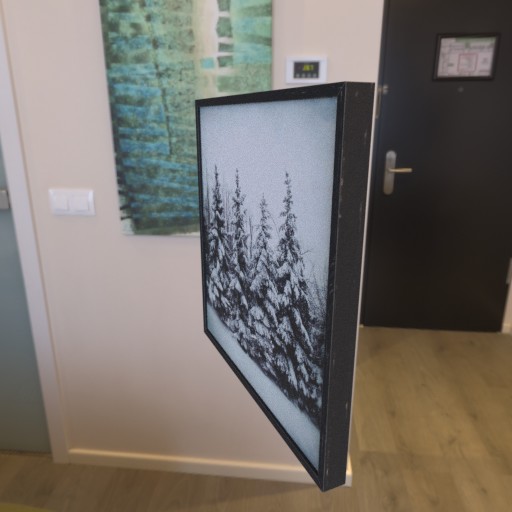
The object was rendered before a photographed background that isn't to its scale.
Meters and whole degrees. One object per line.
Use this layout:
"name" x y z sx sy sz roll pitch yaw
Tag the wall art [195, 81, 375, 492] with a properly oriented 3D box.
"wall art" 0.000 0.000 0.735 0.036 0.506 0.506 -8 19 -23
